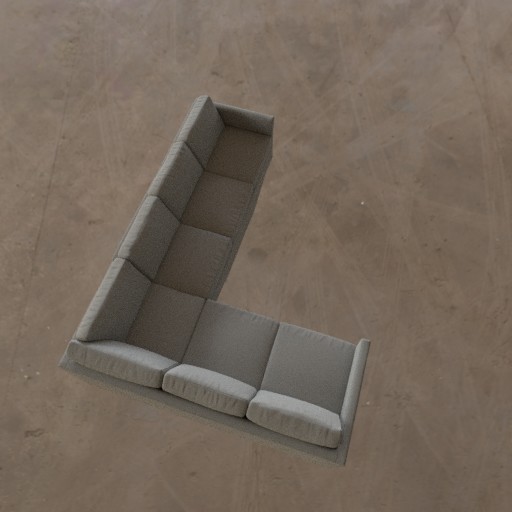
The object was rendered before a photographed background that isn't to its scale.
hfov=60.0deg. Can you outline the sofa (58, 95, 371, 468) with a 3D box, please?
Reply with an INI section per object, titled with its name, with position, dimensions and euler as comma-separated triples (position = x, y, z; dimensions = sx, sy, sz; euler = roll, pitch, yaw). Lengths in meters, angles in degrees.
[sofa]
position = 0.000, 0.000, 4.359
dimensions = 2.432, 0.871, 3.182
euler = 16, 64, 8
